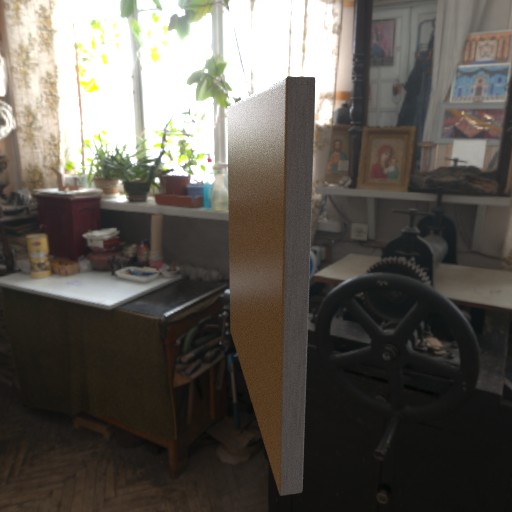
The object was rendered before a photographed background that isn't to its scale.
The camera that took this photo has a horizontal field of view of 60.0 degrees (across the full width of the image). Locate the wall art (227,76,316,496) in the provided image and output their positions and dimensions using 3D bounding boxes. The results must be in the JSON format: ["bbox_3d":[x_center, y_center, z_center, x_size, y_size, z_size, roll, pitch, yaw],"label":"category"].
[{"bbox_3d":[0.000,0.000,1.902,0.078,1.288,1.287,-3,15,-10],"label":"wall art"}]
